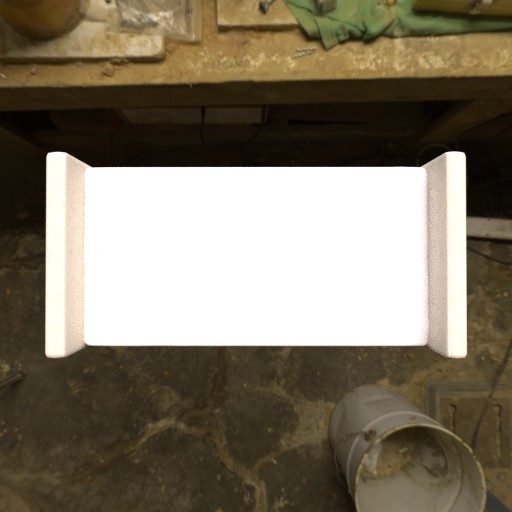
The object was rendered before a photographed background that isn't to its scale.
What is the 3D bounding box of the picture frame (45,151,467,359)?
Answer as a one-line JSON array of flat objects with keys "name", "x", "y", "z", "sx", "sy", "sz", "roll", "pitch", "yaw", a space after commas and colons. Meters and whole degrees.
[{"name": "picture frame", "x": 0.000, "y": 0.000, "z": 2.709, "sx": 2.161, "sy": 0.891, "sz": 1.069, "roll": 0, "pitch": 89, "yaw": 0}]
